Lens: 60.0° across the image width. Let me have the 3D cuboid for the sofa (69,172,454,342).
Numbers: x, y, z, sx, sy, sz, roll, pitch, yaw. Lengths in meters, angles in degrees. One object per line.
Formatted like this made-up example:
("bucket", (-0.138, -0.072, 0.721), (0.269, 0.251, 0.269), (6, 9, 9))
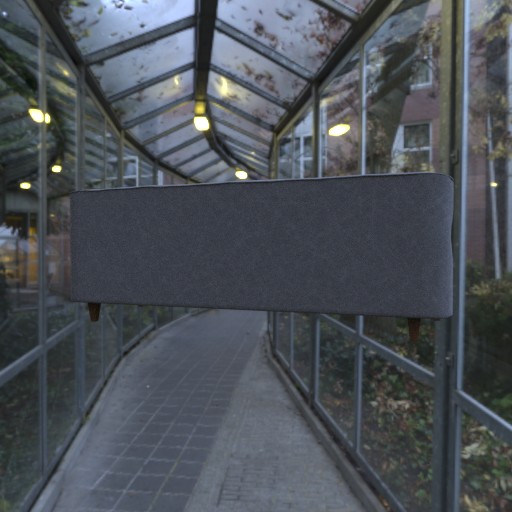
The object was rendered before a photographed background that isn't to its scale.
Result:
("sofa", (0.000, 0.000, 2.751), (2.247, 0.806, 0.917), (0, 1, 19))
